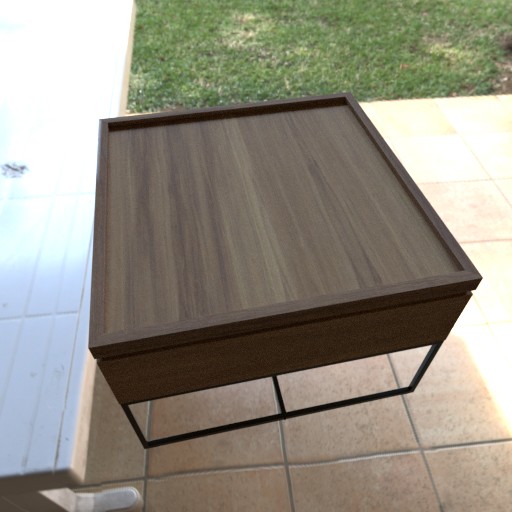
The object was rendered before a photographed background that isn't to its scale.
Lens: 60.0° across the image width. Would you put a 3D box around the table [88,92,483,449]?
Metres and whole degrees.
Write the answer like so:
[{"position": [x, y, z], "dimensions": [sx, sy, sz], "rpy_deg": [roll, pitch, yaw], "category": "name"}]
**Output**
[{"position": [0.000, 0.000, 1.127], "dimensions": [0.676, 0.464, 0.679], "rpy_deg": [-9, 49, -8], "category": "table"}]
